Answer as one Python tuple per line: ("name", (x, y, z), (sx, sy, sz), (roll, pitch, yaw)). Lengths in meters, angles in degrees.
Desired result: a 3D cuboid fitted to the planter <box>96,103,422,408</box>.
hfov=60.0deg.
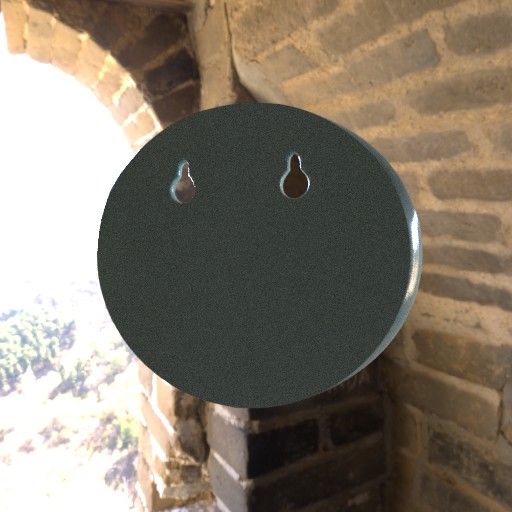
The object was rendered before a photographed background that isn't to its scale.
("planter", (0.000, 0.000, 0.271), (0.189, 0.164, 0.073), (0, 0, 18))
